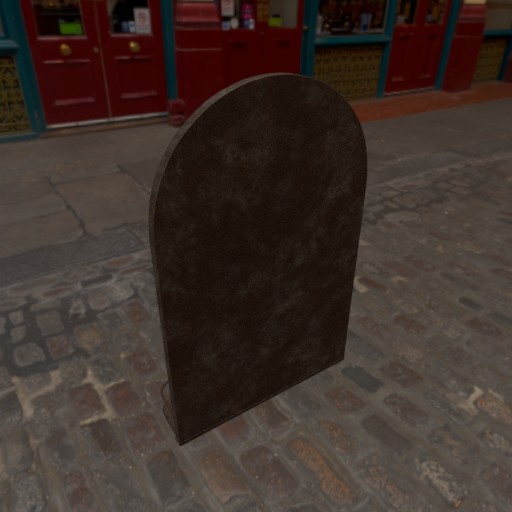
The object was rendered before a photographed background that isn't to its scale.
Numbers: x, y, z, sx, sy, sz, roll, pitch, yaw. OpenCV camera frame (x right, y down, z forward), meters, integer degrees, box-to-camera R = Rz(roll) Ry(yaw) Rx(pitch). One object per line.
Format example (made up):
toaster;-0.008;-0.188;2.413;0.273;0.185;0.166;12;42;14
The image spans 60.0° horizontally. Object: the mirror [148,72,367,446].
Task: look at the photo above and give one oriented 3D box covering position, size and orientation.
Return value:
mirror;0.000;0.000;0.988;0.510;0.770;0.137;-18;34;-29
